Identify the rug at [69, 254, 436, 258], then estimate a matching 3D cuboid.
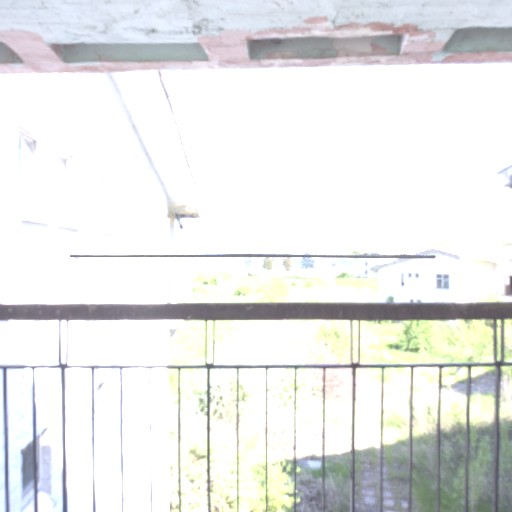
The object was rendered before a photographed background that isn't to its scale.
[{"bbox_3d":[0.000,0.000,2.283,1.159,0.021,1.789,0,0,1],"label":"rug"}]
